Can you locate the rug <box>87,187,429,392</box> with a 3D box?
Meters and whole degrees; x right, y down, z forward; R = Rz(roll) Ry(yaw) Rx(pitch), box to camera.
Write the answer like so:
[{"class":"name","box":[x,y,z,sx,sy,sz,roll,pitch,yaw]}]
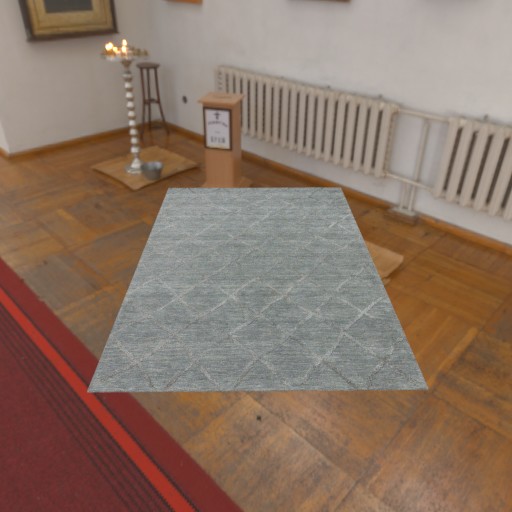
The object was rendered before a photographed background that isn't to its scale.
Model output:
[{"class":"rug","box":[0.000,0.000,2.944,1.521,0.006,2.283,0,32,0]}]
